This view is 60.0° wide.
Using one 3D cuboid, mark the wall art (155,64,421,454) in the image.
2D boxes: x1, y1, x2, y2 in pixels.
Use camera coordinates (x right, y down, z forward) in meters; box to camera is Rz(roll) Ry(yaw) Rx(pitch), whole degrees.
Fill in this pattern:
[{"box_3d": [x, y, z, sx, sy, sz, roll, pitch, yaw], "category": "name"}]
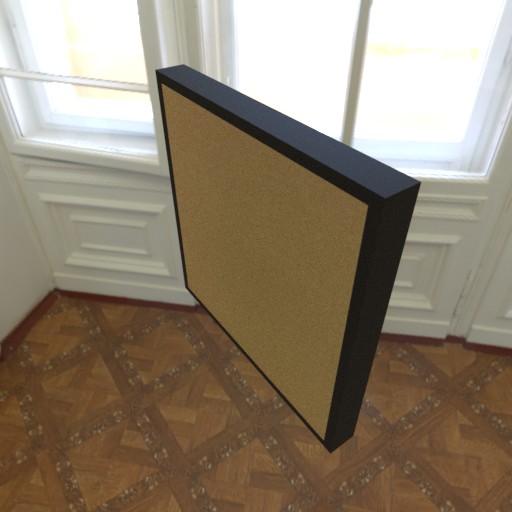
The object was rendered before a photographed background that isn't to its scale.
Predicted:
[{"box_3d": [0.000, 0.000, 0.460, 0.033, 0.304, 0.305, -25, 45, -27], "category": "wall art"}]
